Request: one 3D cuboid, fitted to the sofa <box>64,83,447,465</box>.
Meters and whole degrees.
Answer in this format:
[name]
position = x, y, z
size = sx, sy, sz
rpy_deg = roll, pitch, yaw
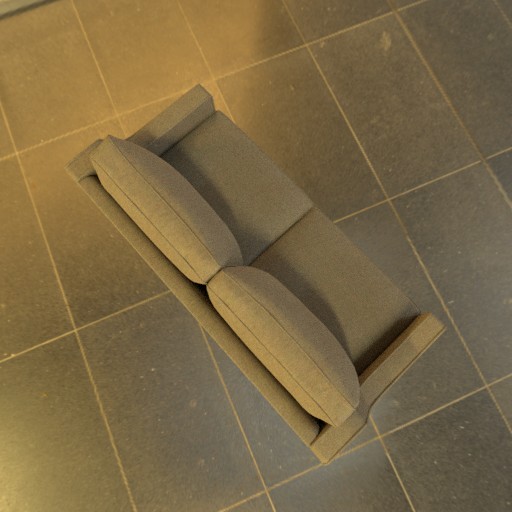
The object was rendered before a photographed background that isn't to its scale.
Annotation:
[sofa]
position = 0.000, 0.000, 2.813
size = 1.073, 1.074, 2.181
rpy_deg = -42, 80, -9
